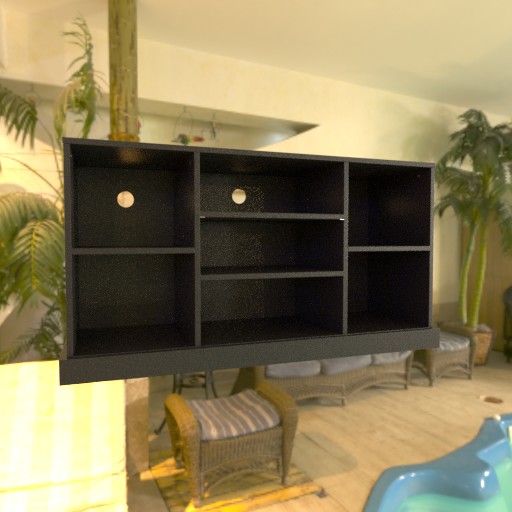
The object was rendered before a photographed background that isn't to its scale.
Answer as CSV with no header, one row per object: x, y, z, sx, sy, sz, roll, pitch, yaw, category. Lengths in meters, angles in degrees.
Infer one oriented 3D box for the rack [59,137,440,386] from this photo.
0.000,0.000,1.507,1.206,0.635,0.399,-1,2,-19,rack
